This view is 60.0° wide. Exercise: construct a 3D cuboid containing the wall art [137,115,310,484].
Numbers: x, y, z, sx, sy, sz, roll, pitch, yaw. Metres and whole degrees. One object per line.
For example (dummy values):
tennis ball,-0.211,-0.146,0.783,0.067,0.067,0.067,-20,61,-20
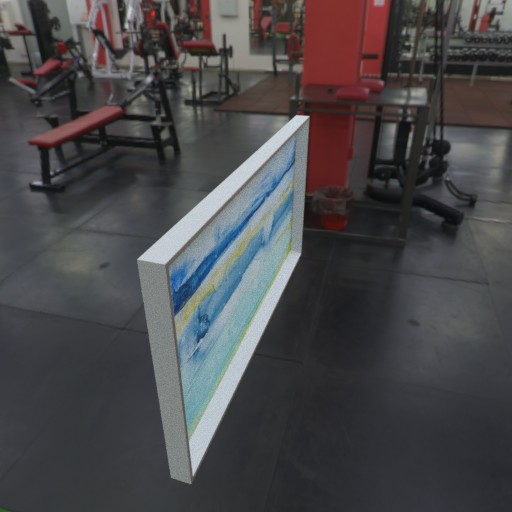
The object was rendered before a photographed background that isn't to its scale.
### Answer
wall art,0.000,0.000,0.974,0.038,0.431,0.812,9,31,16
